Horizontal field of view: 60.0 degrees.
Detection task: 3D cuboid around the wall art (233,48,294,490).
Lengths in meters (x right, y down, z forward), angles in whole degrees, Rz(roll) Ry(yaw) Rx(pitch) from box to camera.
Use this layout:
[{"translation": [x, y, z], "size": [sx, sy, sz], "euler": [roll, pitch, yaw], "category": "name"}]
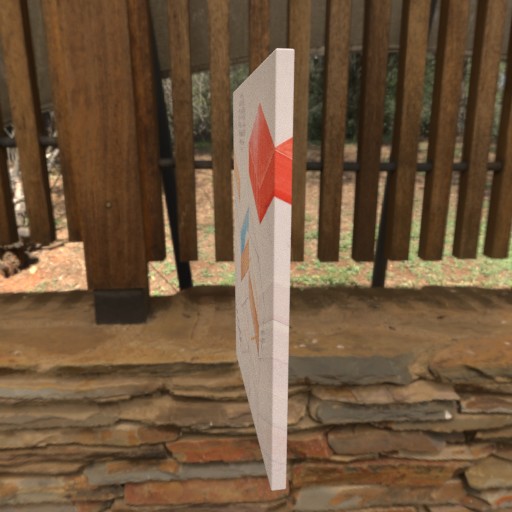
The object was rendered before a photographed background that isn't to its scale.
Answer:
[{"translation": [0.000, 0.000, 1.342], "size": [0.045, 1.014, 0.759], "euler": [-2, 14, -9], "category": "wall art"}]
